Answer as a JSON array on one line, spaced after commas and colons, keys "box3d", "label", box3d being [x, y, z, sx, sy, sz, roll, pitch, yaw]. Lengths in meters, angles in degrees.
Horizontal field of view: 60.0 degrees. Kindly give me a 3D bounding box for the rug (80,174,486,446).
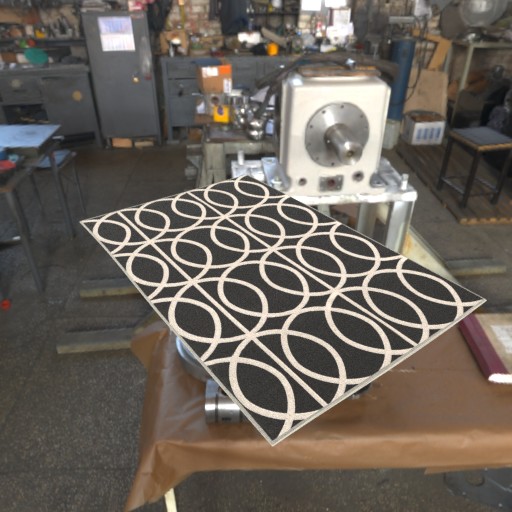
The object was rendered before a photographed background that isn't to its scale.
[{"box3d": [0.000, 0.000, 2.856, 1.528, 0.014, 2.294, -22, 39, -30], "label": "rug"}]
